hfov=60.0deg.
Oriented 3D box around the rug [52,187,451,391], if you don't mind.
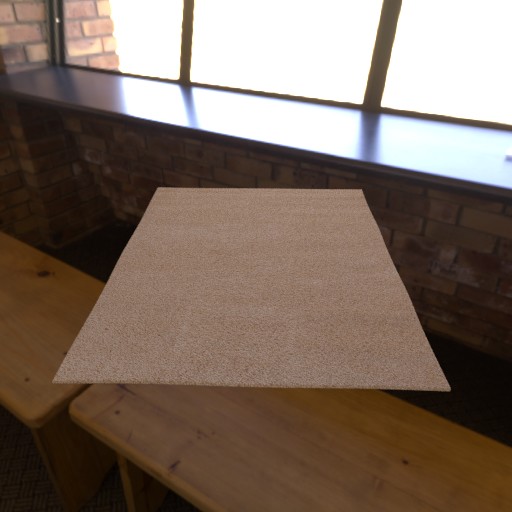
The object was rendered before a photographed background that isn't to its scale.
[{"bbox_3d":[0.000,0.000,3.945,2.400,0.025,3.000,1,32,1],"label":"rug"}]
